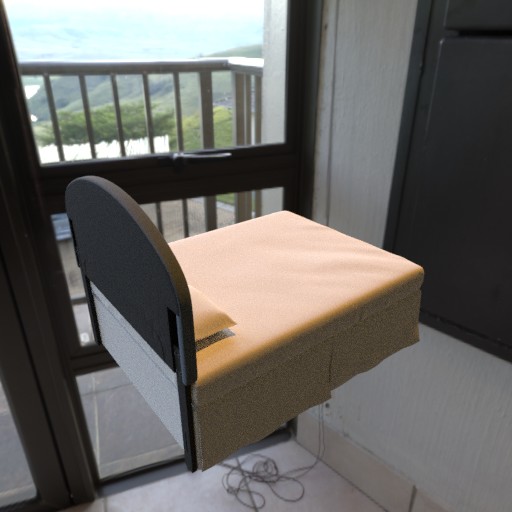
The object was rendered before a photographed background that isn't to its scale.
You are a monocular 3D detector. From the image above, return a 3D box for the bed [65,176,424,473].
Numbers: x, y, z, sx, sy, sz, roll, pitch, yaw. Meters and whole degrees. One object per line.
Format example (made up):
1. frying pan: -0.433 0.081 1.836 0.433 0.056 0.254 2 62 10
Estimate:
1. bed: 0.000 0.000 3.091 2.005 1.410 1.607 -19 32 -34
